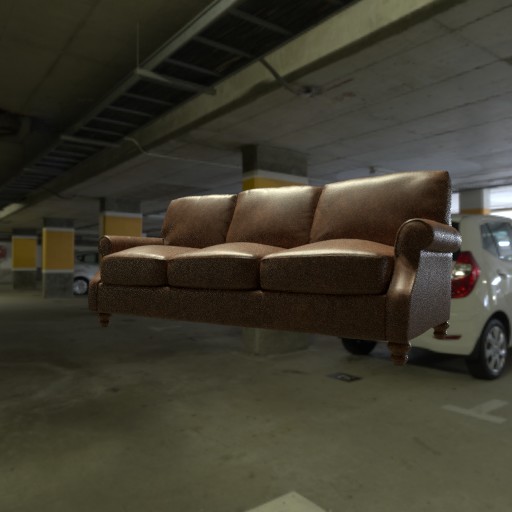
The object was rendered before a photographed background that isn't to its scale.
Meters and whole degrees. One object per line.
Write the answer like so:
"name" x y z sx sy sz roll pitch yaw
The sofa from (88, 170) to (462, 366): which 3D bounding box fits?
"sofa" 0.000 0.000 2.850 2.351 0.977 0.973 -1 -1 34
